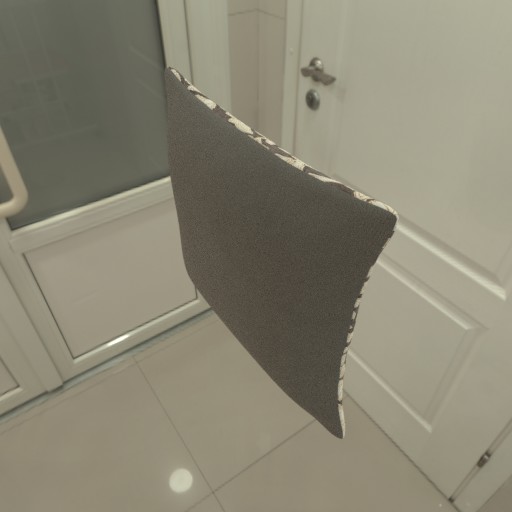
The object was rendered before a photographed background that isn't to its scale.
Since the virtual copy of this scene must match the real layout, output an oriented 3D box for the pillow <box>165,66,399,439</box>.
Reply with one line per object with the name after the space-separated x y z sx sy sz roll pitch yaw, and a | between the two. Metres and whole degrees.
0.000 0.000 0.783 0.166 0.507 0.526 -25 48 -25 | pillow
